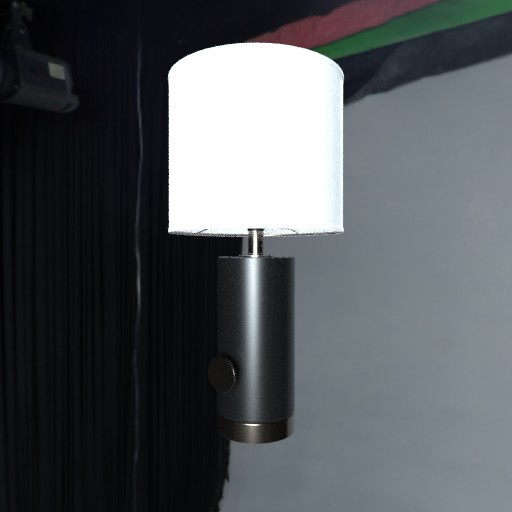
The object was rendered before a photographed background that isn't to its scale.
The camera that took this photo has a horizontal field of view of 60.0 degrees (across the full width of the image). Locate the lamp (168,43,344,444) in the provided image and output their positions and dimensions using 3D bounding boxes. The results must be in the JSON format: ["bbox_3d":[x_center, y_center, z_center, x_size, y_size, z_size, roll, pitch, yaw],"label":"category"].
[{"bbox_3d":[0.000,0.000,0.621,0.241,0.482,0.240,0,0,37],"label":"lamp"}]
